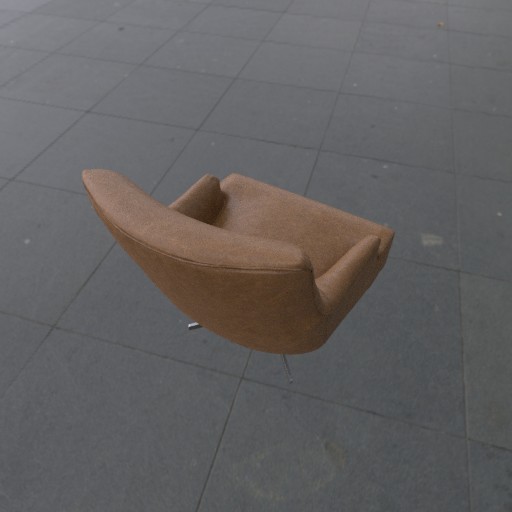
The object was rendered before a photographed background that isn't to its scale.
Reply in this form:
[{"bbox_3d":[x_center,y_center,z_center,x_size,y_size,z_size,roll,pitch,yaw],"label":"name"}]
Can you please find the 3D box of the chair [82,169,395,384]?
[{"bbox_3d":[0.000,0.000,1.500,0.729,0.869,0.874,23,50,21],"label":"chair"}]
